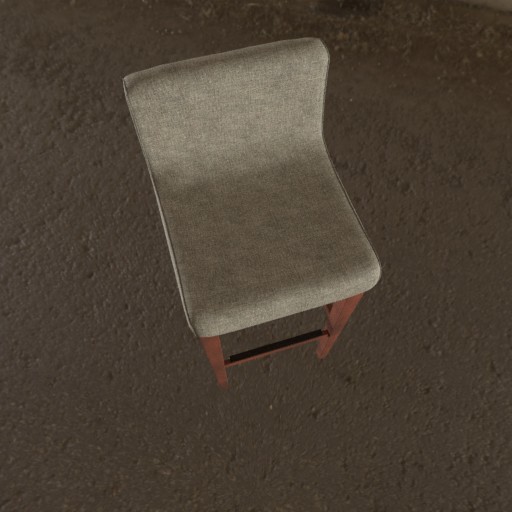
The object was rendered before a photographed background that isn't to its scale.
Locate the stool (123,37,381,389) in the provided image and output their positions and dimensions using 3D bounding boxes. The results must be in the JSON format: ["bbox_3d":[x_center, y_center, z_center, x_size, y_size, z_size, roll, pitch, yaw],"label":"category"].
[{"bbox_3d":[0.000,0.000,1.224,0.426,0.965,0.499,-15,63,-8],"label":"stool"}]
